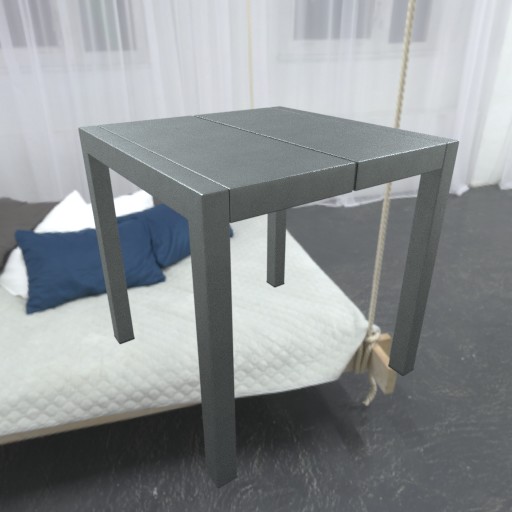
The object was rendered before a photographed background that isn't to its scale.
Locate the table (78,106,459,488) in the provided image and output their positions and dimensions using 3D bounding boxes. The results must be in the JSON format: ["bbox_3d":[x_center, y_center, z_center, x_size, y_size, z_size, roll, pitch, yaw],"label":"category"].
[{"bbox_3d":[0.000,0.000,0.934,0.508,0.508,0.508,-17,31,-31],"label":"table"}]
